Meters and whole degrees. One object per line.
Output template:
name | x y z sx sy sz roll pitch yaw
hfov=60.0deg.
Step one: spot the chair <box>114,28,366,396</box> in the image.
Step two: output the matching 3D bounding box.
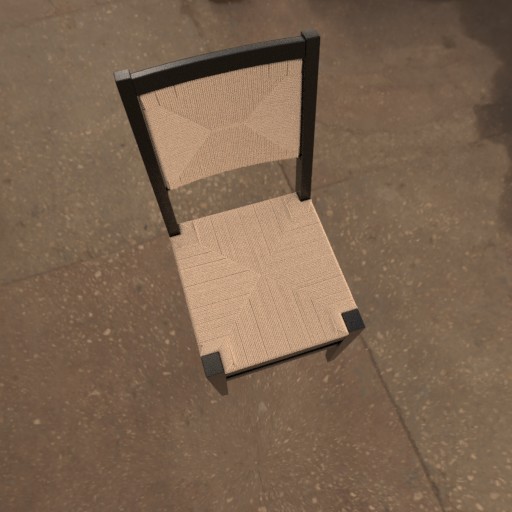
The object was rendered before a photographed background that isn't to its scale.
chair | 0.000 0.000 1.223 0.437 0.927 0.552 -16 66 -7
